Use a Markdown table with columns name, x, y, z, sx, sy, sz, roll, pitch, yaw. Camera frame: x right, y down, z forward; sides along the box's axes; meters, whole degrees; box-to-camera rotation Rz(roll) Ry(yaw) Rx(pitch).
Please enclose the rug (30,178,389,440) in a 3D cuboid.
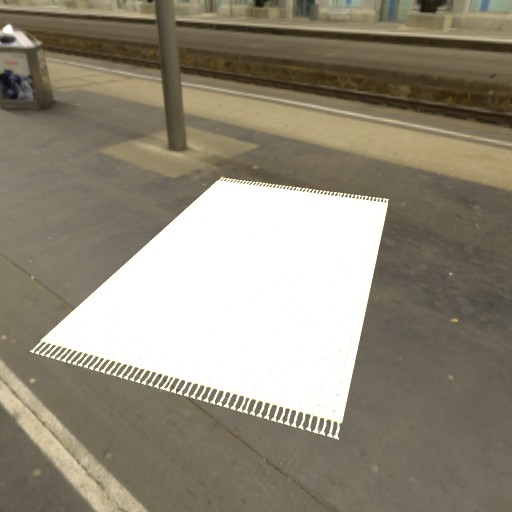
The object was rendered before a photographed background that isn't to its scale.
| name | x | y | z | sx | sy | sz | roll | pitch | yaw |
| --- | --- | --- | --- | --- | --- | --- | --- | --- | --- |
| rug | 0.000 | 0.000 | 2.949 | 1.524 | 0.010 | 2.438 | 10 | 33 | 16 |
